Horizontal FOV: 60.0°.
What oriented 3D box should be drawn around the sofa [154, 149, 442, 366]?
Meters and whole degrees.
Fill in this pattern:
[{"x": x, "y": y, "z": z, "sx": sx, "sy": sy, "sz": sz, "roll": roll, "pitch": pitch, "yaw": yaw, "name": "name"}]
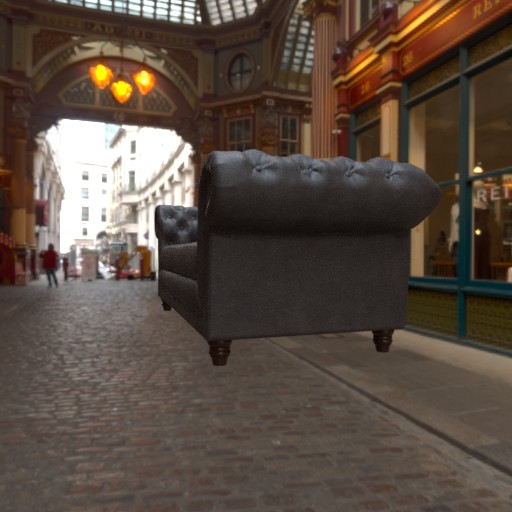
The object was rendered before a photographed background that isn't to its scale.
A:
[{"x": 0.000, "y": 0.000, "z": 2.487, "sx": 0.944, "sy": 0.779, "sz": 2.048, "roll": 0, "pitch": 1, "yaw": -18, "name": "sofa"}]
